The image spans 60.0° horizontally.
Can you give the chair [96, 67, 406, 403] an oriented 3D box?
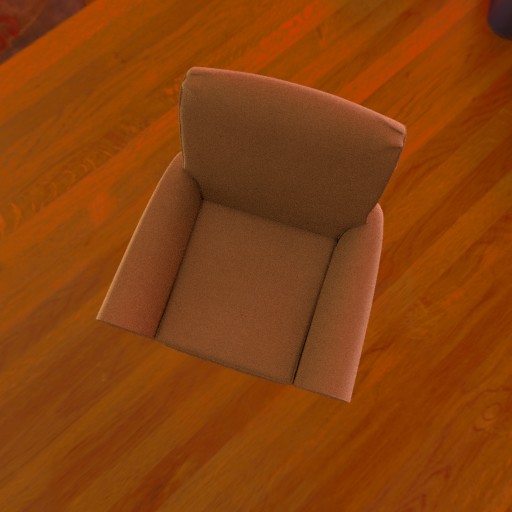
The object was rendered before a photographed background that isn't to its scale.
[{"bbox_3d":[0.000,0.000,1.784,0.978,1.061,0.905,17,76,4],"label":"chair"}]
